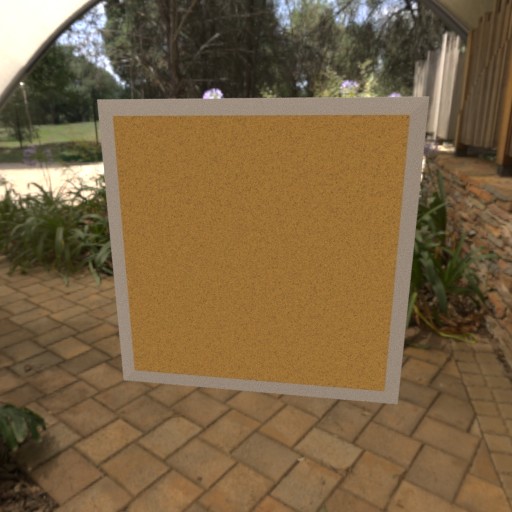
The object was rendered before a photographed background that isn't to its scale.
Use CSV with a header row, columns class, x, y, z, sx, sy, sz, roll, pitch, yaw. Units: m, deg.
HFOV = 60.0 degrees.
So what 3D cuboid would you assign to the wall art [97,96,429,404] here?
class,x,y,z,sx,sy,sz,roll,pitch,yaw
wall art,0.000,0.000,1.930,1.289,1.291,0.098,2,16,8
